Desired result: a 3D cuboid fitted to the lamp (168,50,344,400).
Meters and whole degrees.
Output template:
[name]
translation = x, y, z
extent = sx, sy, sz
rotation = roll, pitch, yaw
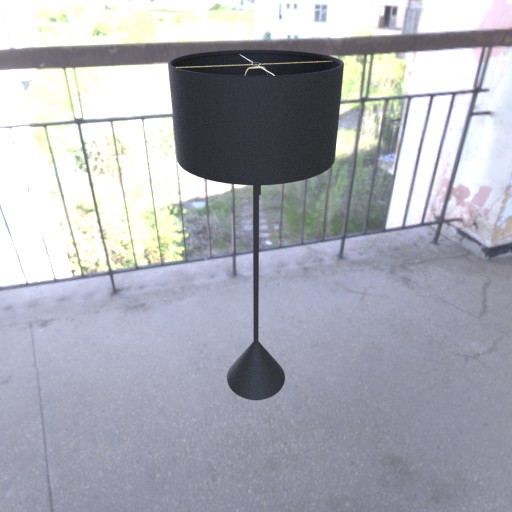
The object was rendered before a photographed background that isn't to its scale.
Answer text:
[lamp]
translation = 0.000, 0.000, 1.875
extent = 0.580, 1.526, 0.580
rotation = -8, 32, -12
